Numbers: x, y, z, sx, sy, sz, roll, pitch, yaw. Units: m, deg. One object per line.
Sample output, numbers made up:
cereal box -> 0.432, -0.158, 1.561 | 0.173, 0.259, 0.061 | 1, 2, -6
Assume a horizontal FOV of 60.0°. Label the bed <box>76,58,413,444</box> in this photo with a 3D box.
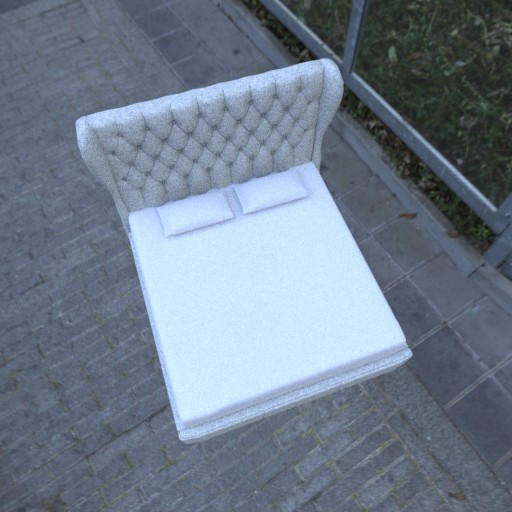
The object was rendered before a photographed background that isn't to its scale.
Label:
bed -> 0.000, 0.000, 3.821 | 2.219, 1.771, 2.347 | -17, 63, -9
